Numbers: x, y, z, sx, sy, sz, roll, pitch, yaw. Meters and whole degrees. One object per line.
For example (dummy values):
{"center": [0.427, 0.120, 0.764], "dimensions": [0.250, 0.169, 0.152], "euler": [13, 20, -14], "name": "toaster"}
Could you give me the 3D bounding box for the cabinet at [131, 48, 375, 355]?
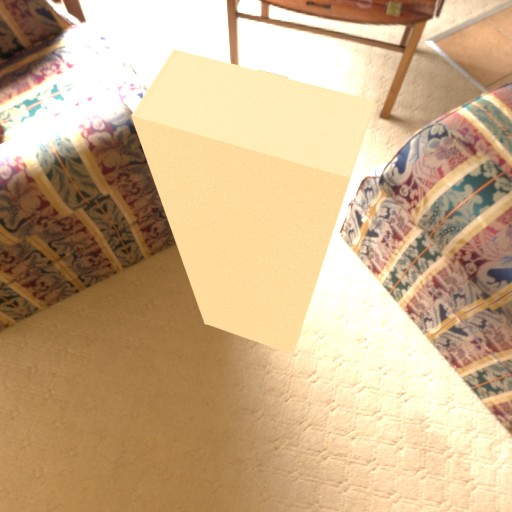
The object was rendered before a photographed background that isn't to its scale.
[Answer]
{"center": [0.000, 0.000, 1.769], "dimensions": [0.520, 1.630, 0.255], "euler": [18, 66, 8], "name": "cabinet"}
